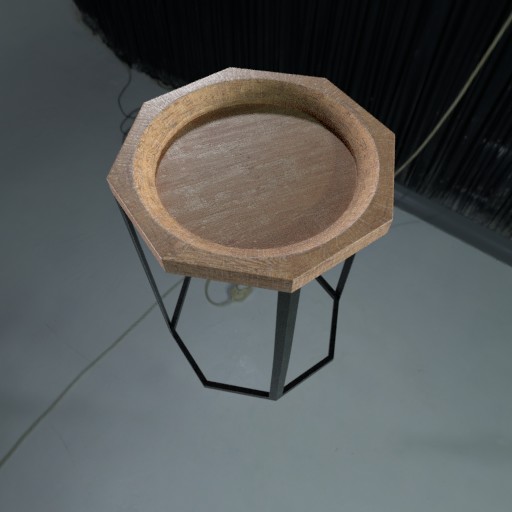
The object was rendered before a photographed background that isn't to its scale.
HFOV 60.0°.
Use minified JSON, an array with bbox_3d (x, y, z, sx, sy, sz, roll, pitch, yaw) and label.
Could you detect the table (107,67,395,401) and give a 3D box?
[{"bbox_3d":[0.000,0.000,0.890,0.437,0.553,0.437,29,62,17],"label":"table"}]
